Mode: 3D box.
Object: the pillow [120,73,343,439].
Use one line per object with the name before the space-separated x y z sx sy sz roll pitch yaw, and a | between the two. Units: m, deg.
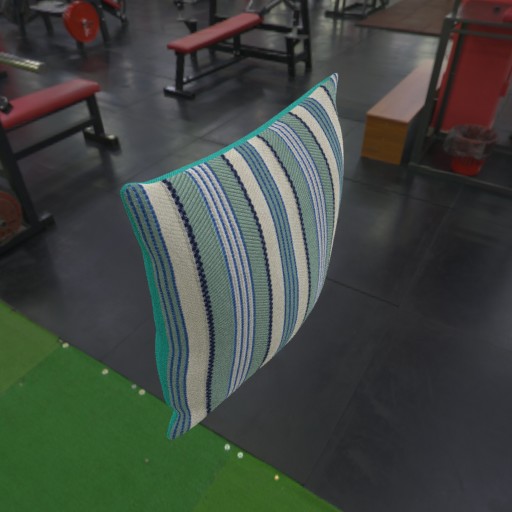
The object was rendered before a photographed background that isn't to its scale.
pillow | 0.000 0.000 0.670 0.182 0.441 0.440 24 45 26
